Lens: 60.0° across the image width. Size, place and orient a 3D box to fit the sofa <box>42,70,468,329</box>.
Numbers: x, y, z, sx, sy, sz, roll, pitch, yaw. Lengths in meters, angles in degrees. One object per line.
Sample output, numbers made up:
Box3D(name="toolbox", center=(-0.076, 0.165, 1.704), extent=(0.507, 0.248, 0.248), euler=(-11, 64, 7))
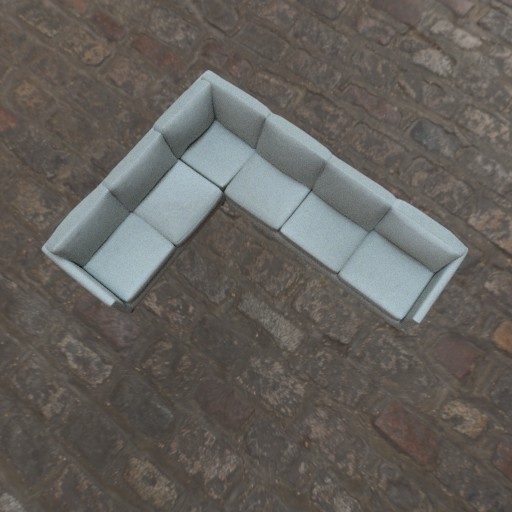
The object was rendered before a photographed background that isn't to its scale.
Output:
Box3D(name="sofa", center=(0.000, 0.000, 4.481), extent=(3.301, 0.947, 2.592), euler=(37, 79, 9))
